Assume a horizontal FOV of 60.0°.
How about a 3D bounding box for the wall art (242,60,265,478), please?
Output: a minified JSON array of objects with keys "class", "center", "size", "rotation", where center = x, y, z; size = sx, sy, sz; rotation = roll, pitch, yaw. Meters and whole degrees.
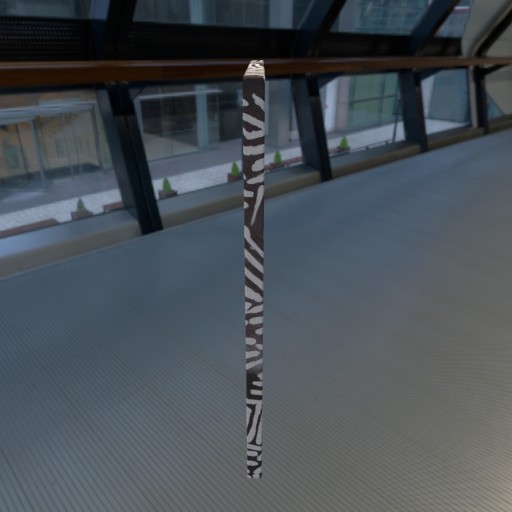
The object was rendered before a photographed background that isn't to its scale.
[{"class":"wall art","center":[0.000,0.000,1.165],"size":[0.035,0.918,0.615],"rotation":[0,26,1]}]
